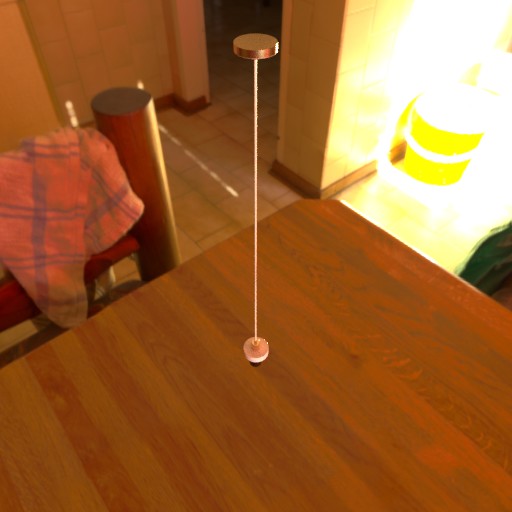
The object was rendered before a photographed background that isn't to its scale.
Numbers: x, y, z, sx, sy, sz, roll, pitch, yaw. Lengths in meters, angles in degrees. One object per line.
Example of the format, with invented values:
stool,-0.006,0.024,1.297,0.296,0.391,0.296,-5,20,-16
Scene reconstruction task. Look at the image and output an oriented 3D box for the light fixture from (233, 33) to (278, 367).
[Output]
light fixture,0.000,0.000,1.801,0.129,1.669,0.129,14,47,14
